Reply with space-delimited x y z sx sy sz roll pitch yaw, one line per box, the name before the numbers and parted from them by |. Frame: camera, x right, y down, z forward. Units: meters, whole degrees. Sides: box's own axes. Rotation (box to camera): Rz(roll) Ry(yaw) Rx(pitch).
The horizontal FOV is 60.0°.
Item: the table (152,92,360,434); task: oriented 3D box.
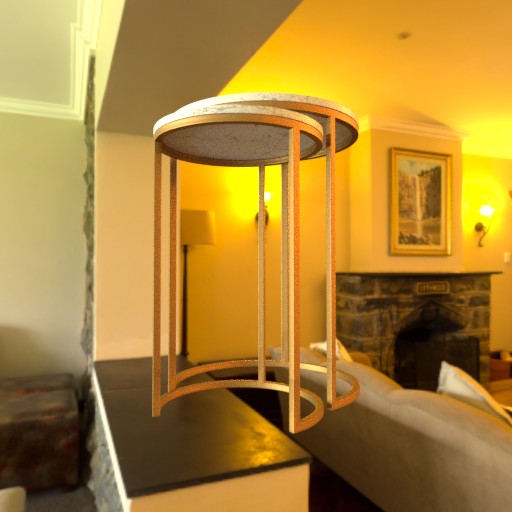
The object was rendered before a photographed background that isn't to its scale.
table | 0.000 0.000 0.897 0.400 0.550 0.507 0 -1 18
